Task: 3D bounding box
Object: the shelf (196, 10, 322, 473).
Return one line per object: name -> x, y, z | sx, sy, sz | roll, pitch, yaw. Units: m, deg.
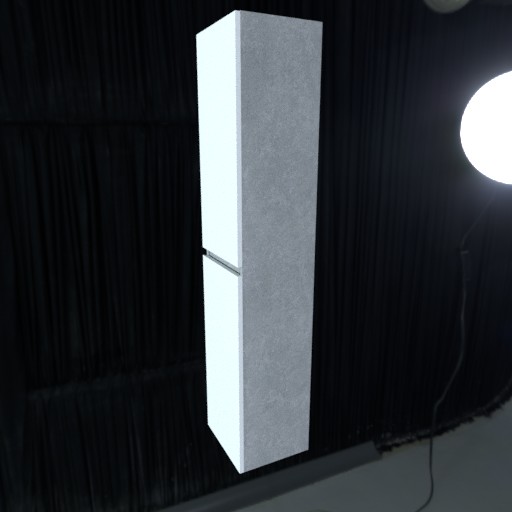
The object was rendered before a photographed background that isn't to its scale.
shelf -> 0.000, 0.000, 1.495 | 0.270, 1.400, 0.300 | -7, 16, -26
